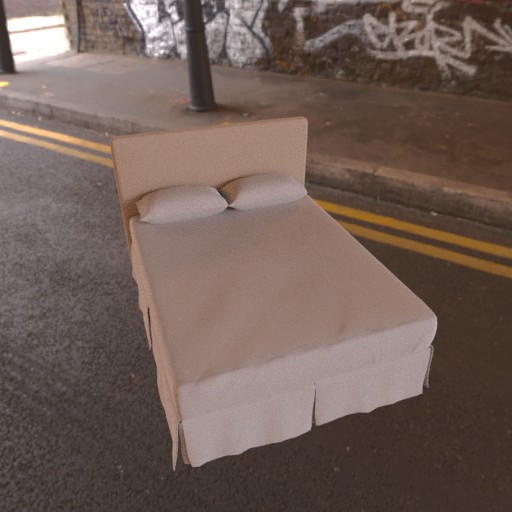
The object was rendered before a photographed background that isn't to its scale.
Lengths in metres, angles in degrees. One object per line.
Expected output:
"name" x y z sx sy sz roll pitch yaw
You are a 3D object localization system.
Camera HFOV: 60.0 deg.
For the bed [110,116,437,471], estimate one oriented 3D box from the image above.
"bed" 0.000 0.000 3.223 1.748 1.330 2.142 -11 35 -17
